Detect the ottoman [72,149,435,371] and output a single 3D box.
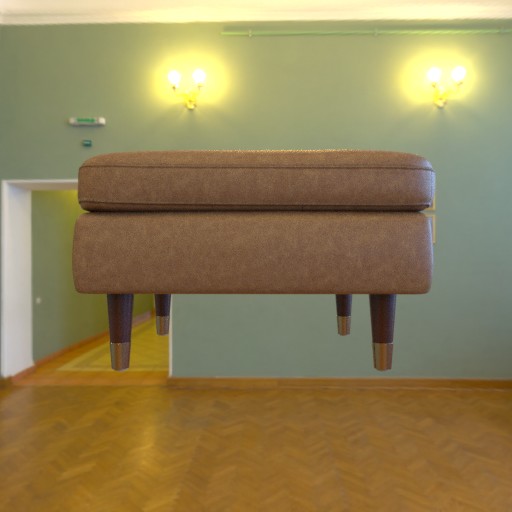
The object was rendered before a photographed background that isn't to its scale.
[{"bbox_3d":[0.000,0.000,1.131,0.747,0.478,0.593,0,0,0],"label":"ottoman"}]
